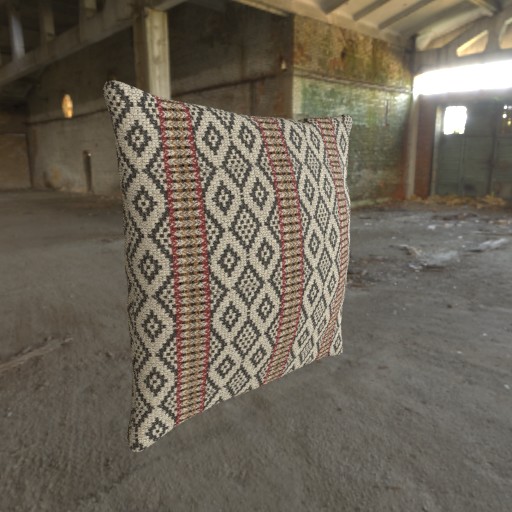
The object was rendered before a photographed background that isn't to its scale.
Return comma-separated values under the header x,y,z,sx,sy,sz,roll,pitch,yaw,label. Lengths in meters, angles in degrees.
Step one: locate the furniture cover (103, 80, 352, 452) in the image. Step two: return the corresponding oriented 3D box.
x,y,z,sx,sy,sz,roll,pitch,yaw,label
0.000,0.000,0.757,0.503,0.506,0.182,-11,16,-42,furniture cover
